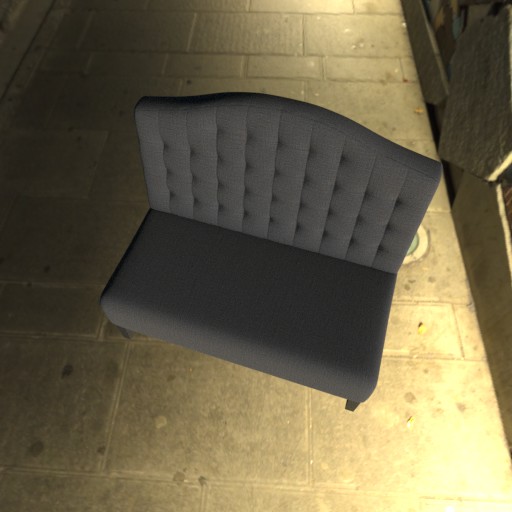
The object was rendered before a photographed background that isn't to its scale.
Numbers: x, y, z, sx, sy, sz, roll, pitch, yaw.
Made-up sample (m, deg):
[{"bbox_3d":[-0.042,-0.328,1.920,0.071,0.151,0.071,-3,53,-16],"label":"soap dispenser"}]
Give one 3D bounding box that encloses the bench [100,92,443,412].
[{"bbox_3d":[0.000,0.000,2.056,1.335,1.180,0.815,15,59,9],"label":"bench"}]
